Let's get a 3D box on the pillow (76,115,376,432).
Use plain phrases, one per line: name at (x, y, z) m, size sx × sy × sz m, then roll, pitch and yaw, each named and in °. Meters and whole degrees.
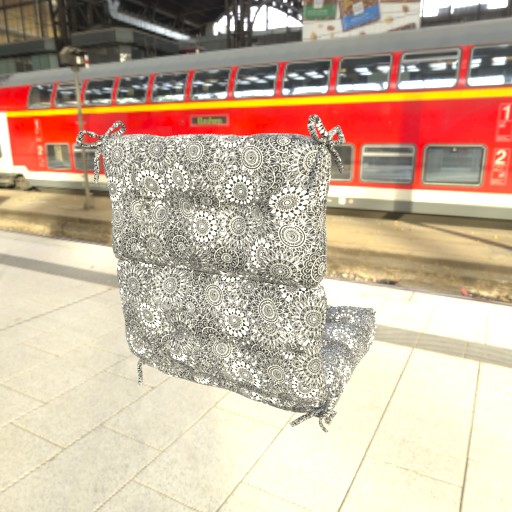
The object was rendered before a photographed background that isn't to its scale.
pillow at (0.000, 0.000, 1.044) m, size 0.519 × 0.605 × 0.571 m, roll 7°, pitch 17°, yaw 26°
